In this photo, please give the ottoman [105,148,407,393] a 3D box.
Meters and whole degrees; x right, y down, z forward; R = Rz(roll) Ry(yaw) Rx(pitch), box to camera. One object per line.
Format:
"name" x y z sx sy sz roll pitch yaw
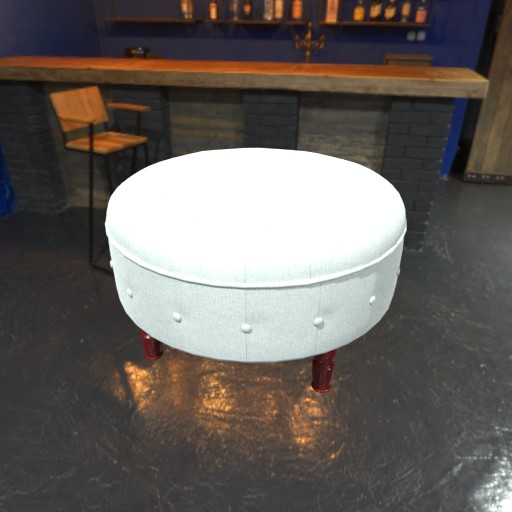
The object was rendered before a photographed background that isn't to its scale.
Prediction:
"ottoman" 0.000 0.000 1.383 0.850 0.483 0.850 0 29 0
